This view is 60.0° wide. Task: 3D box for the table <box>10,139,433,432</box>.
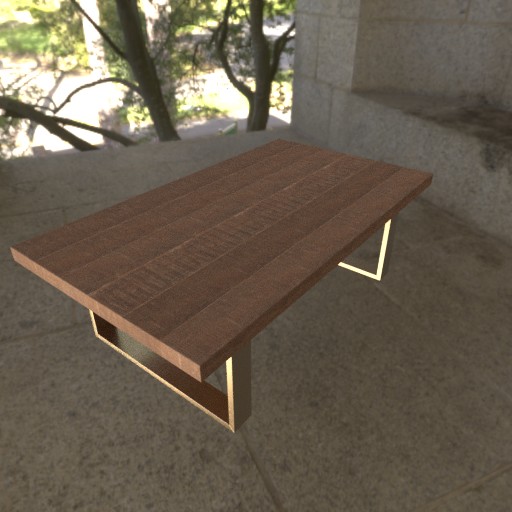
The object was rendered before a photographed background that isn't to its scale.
[{"bbox_3d":[0.000,0.000,1.718,0.800,0.440,1.400,22,38,32],"label":"table"}]
